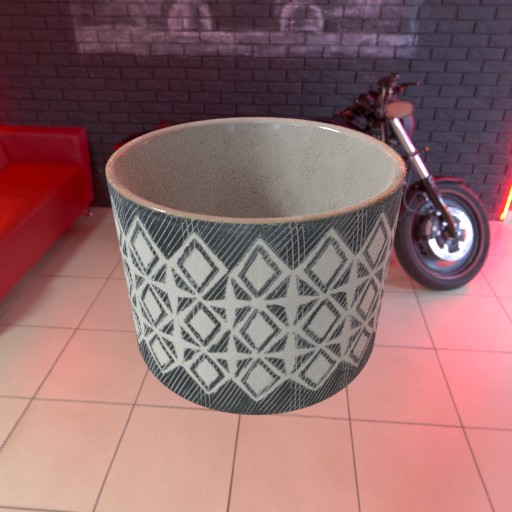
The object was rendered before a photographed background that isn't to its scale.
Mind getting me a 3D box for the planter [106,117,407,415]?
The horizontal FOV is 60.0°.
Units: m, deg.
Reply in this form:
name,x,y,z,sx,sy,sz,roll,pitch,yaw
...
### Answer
name,x,y,z,sx,sy,sz,roll,pitch,yaw
planter,0.000,0.000,0.221,0.126,0.104,0.126,0,32,0
